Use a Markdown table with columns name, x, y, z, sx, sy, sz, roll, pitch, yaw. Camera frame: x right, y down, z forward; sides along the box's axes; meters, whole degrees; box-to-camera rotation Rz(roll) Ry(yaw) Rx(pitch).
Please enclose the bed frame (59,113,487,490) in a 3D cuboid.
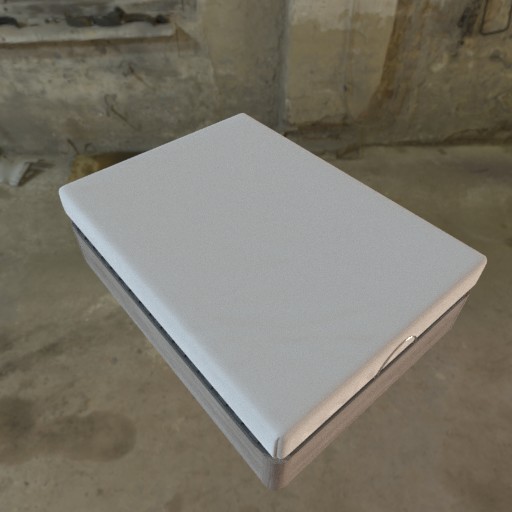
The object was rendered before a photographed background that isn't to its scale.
| name | x | y | z | sx | sy | sz | roll | pitch | yaw |
| --- | --- | --- | --- | --- | --- | --- | --- | --- | --- |
| bed frame | 0.000 | 0.000 | 2.515 | 1.400 | 0.561 | 1.900 | -31 | 53 | -27 |
